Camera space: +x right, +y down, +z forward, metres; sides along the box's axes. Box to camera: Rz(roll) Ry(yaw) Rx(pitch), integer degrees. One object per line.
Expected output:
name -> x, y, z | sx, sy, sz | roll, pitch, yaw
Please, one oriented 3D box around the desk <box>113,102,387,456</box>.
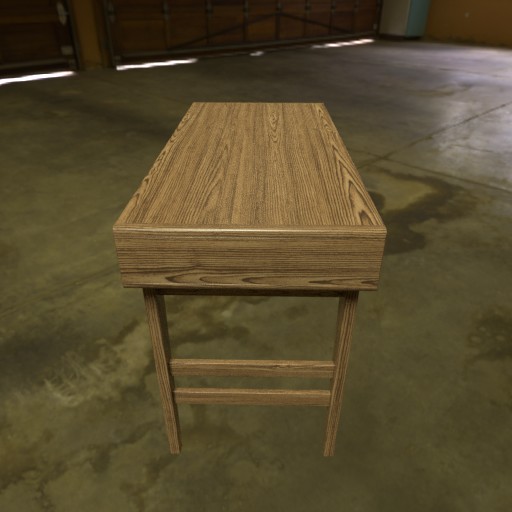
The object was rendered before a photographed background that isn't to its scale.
desk -> 0.000, 0.000, 1.462 | 0.508, 0.755, 1.067 | 1, 31, 1
